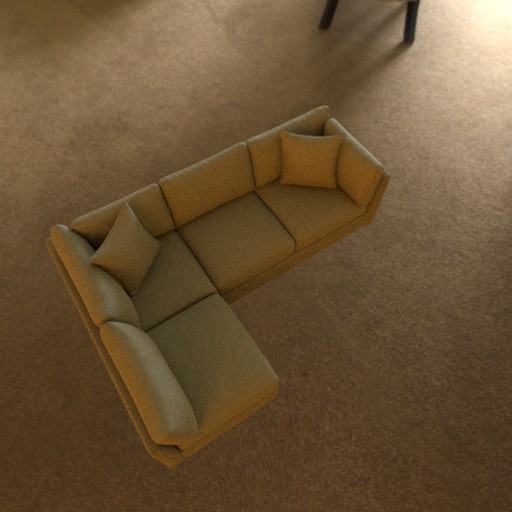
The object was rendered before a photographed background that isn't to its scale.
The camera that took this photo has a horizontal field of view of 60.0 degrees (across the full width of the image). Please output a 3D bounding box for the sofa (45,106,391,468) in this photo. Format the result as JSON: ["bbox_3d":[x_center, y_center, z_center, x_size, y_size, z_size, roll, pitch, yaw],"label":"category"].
[{"bbox_3d":[0.000,0.000,3.809,2.896,0.978,1.994,-29,62,-17],"label":"sofa"}]
